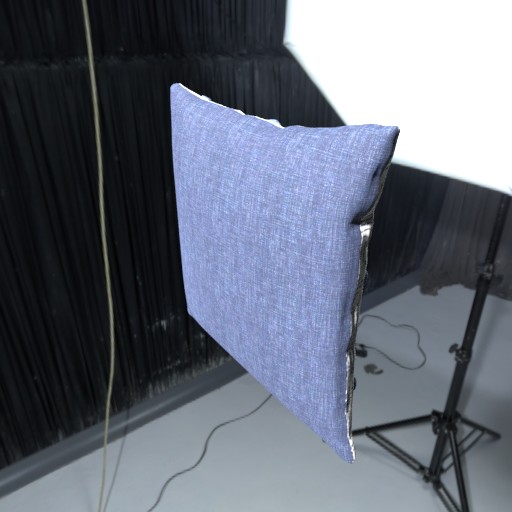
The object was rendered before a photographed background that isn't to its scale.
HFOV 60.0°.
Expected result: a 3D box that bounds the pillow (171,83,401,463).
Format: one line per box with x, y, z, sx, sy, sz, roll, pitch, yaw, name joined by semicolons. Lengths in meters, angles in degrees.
0.000;0.000;0.751;0.145;0.510;0.510;-19;32;-32;pillow
